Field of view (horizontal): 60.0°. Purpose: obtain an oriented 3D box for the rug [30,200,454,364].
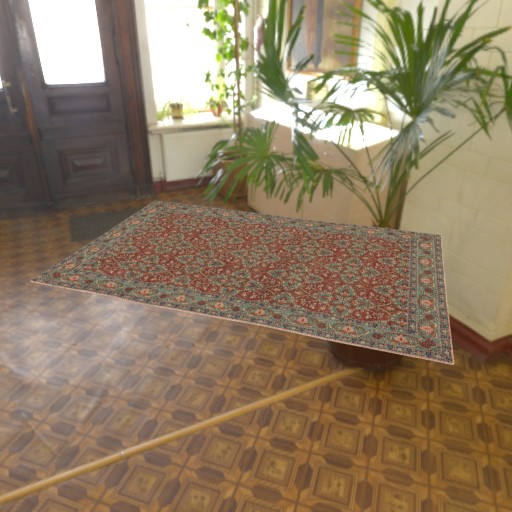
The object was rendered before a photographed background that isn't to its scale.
[{"bbox_3d":[0.000,0.000,3.041,2.439,0.011,1.533,9,28,16],"label":"rug"}]
